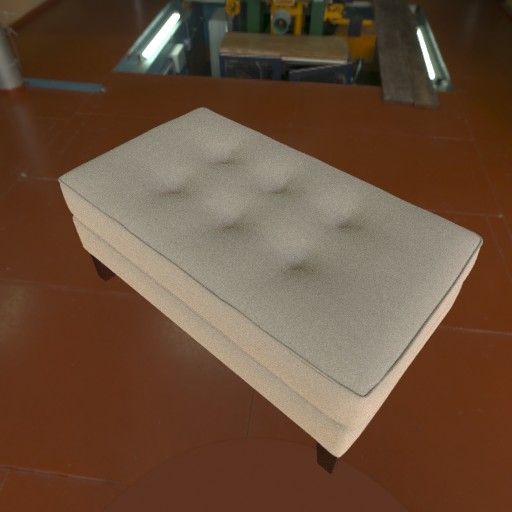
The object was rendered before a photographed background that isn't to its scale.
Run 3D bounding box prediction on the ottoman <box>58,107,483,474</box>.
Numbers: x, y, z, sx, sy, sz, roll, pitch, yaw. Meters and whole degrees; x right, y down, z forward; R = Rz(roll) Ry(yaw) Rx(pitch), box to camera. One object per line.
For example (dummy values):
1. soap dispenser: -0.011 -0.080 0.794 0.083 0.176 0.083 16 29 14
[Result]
1. ottoman: 0.000 0.000 1.430 1.143 0.508 0.648 33 54 28
